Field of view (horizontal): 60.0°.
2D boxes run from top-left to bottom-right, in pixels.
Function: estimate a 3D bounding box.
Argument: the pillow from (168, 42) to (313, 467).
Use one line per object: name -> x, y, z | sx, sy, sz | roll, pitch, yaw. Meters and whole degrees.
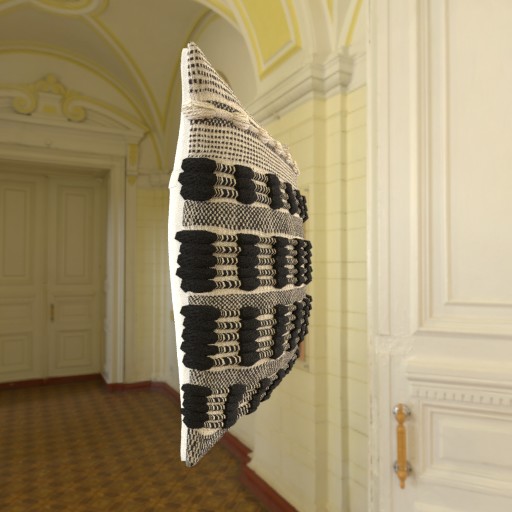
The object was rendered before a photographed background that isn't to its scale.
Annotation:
pillow -> 0.000, 0.000, 0.656 | 0.156, 0.438, 0.436 | 0, -1, 17
